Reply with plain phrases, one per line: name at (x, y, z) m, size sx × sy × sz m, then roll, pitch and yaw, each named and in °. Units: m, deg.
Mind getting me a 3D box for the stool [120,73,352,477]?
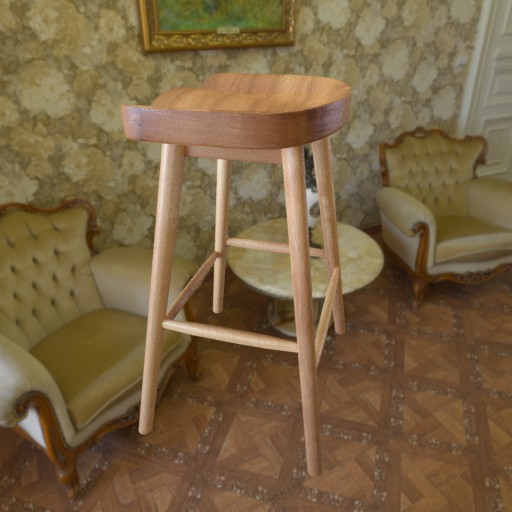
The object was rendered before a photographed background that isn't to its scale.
stool at (0.000, 0.000, 0.861) m, size 0.361 × 0.615 × 0.440 m, roll 8°, pitch 30°, yaw 14°
